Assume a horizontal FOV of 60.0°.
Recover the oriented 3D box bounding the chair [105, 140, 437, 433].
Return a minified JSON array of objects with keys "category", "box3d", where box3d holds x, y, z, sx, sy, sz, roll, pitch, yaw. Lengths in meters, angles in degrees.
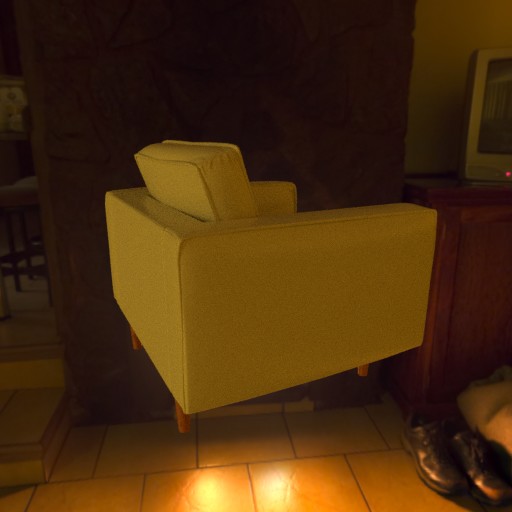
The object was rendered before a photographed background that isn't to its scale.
[{"category":"chair","box3d":[0.000,0.000,1.535,0.843,0.773,0.928,-8,17,-27]}]
